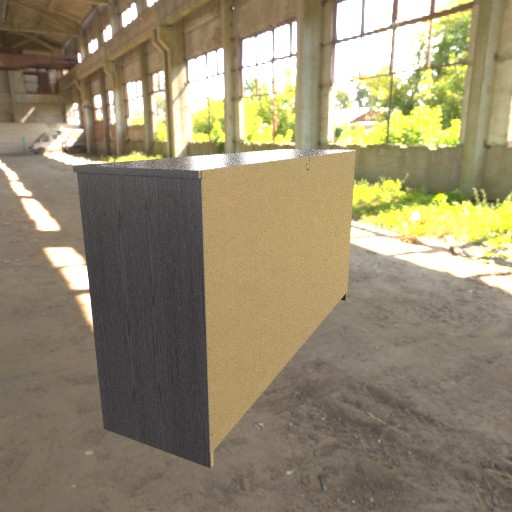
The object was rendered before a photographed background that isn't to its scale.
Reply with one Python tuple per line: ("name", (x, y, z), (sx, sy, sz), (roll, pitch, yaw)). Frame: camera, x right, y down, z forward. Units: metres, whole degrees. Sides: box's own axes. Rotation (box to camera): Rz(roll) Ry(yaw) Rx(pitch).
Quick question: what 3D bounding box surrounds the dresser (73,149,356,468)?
("dresser", (0.000, 0.000, 1.701), (0.401, 0.755, 1.360), (7, 17, 25))
